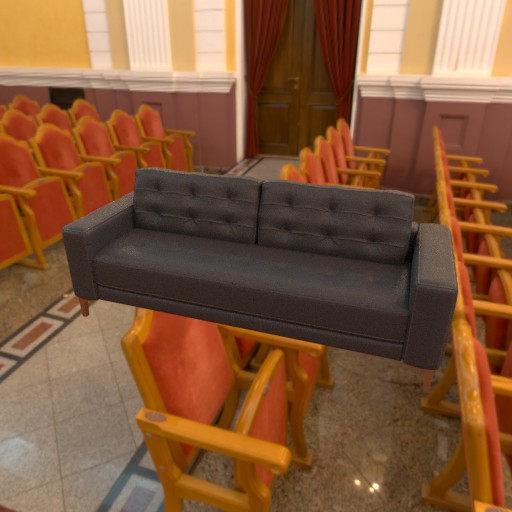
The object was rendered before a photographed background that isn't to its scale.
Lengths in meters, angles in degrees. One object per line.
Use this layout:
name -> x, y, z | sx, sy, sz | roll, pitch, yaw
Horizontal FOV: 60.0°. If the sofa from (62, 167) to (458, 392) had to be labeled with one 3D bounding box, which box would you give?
sofa -> 0.000, 0.000, 2.785 | 2.275, 0.893, 0.833 | 9, 27, 17
